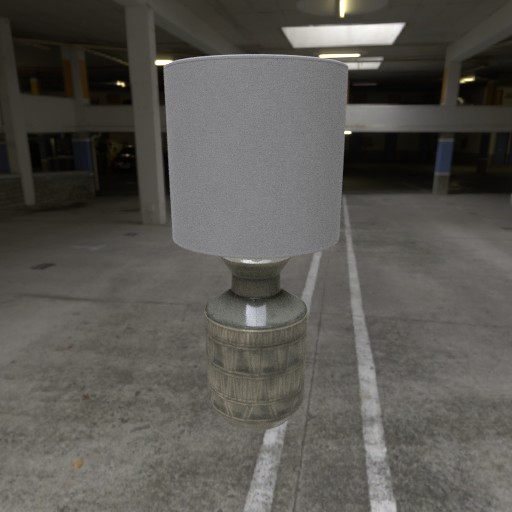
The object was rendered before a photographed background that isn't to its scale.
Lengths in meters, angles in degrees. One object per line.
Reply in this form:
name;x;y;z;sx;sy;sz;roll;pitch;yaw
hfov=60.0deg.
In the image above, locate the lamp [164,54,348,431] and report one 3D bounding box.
lamp;0.000;0.000;0.580;0.211;0.455;0.211;3;16;10
